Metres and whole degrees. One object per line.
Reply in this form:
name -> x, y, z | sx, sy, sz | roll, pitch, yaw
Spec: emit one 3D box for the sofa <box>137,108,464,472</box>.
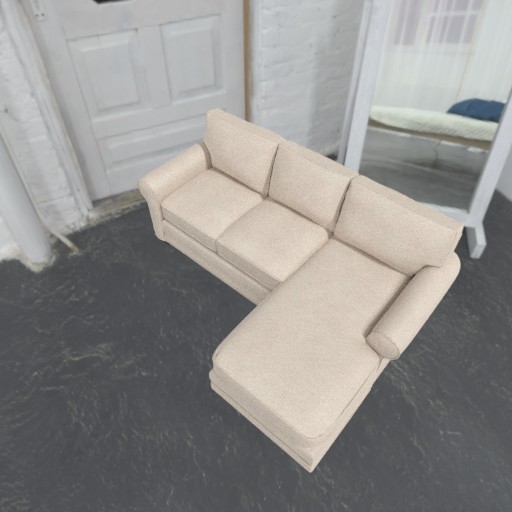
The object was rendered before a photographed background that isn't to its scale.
sofa -> 0.000, 0.000, 2.378 | 1.770, 0.734, 1.226 | 33, 56, 26
